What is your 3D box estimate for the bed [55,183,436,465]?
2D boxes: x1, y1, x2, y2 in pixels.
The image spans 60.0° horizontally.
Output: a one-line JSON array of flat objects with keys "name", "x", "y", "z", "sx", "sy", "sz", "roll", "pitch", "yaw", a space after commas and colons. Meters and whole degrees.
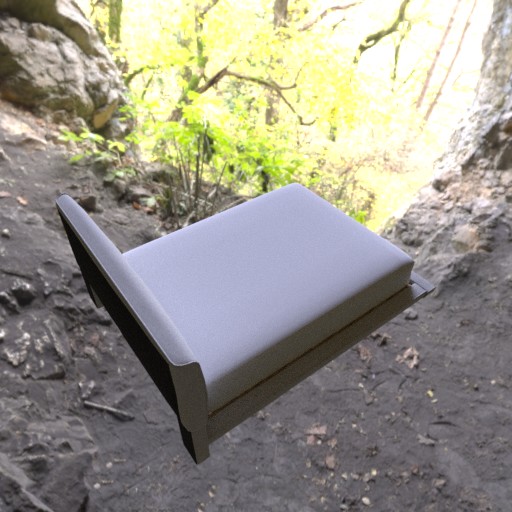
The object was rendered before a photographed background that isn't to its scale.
[{"name": "bed", "x": 0.000, "y": 0.000, "z": 3.486, "sx": 2.368, "sy": 1.067, "sz": 1.840, "roll": -26, "pitch": 48, "yaw": -27}]
